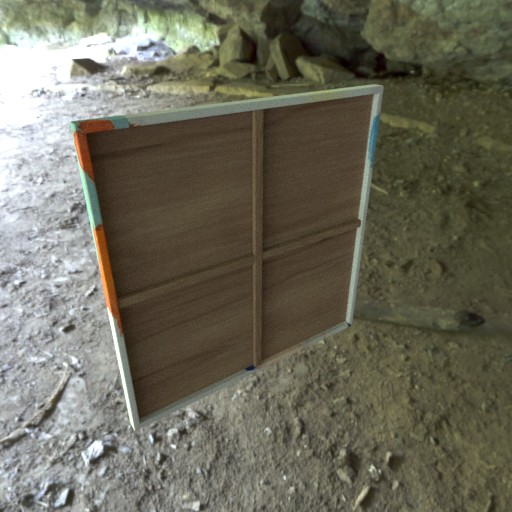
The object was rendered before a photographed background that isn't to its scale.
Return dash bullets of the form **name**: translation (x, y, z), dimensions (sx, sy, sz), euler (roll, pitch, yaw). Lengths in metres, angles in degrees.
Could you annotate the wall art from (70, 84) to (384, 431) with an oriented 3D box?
- **wall art**: translation (0.000, 0.000, 1.510), dimensions (1.017, 1.017, 0.044), euler (-18, 34, -29)
